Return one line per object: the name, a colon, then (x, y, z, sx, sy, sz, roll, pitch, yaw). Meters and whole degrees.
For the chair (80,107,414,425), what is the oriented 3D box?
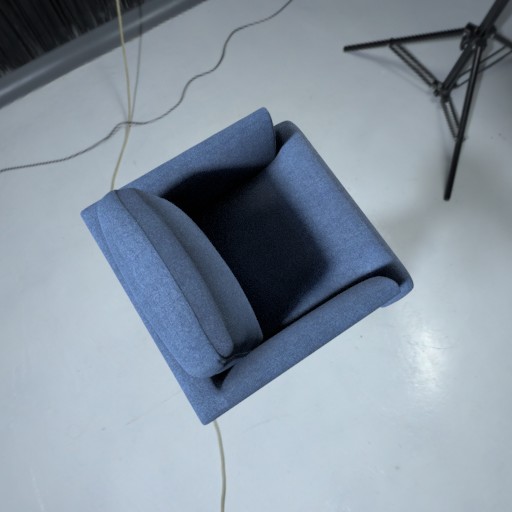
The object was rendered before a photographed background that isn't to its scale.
chair: (0.000, 0.000, 1.671, 0.899, 0.957, 0.858, -32, 77, -8)
